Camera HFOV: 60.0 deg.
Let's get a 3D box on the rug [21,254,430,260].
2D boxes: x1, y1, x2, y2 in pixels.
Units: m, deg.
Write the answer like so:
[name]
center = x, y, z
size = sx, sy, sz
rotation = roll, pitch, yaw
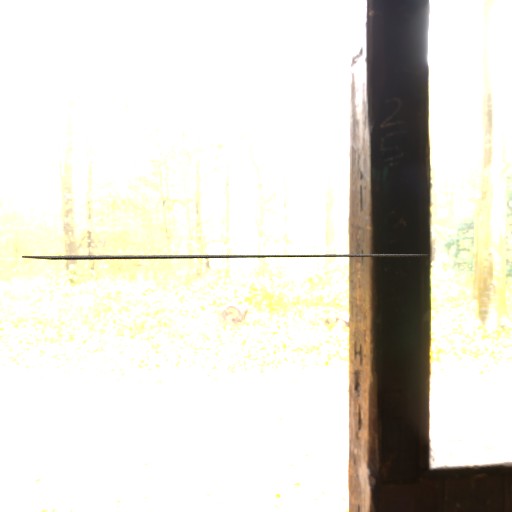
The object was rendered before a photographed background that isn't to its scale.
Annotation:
[rug]
center = 0.000, 0.000, 2.694
size = 2.448, 0.012, 0.769
rotation = 0, 1, -35
